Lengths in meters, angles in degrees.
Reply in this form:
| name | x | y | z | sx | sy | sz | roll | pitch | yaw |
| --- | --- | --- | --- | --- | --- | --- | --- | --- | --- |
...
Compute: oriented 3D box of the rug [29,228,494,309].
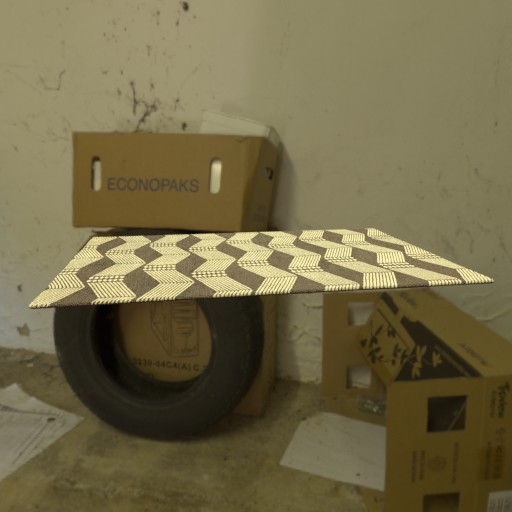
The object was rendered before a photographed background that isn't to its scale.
| name | x | y | z | sx | sy | sz | roll | pitch | yaw |
| --- | --- | --- | --- | --- | --- | --- | --- | --- | --- |
| rug | 0.000 | 0.000 | 2.285 | 1.833 | 0.016 | 1.210 | -2 | 14 | -9 |
